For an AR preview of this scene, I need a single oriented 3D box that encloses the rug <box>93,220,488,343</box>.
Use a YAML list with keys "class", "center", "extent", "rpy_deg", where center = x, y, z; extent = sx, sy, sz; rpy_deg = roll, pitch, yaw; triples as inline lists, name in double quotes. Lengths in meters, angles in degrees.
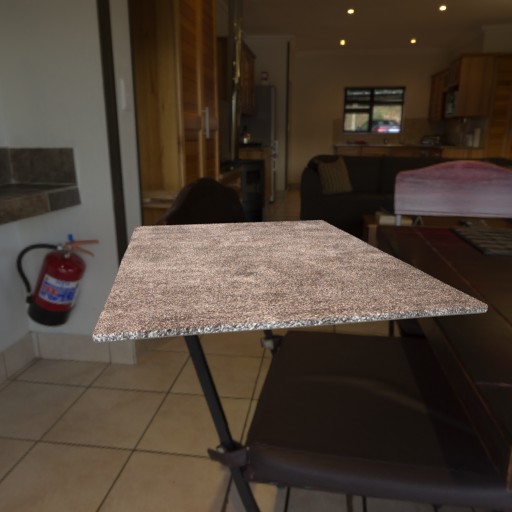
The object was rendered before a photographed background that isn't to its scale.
- class: "rug"
  center: [0.000, 0.000, 2.057]
  extent: [1.198, 0.025, 1.601]
  rpy_deg: [-3, 15, -10]
